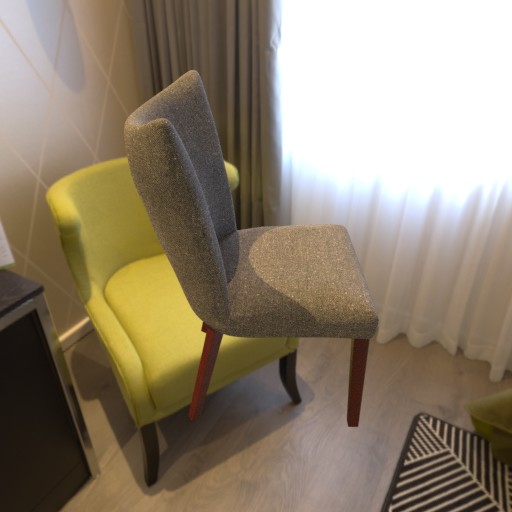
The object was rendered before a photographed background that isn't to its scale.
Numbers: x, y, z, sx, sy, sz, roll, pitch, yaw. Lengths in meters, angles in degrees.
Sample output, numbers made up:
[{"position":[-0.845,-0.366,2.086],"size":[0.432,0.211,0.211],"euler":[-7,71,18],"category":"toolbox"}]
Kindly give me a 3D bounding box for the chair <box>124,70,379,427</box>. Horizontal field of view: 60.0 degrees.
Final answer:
[{"position":[0.000,0.000,1.282],"size":[0.623,0.924,0.535],"euler":[0,32,0],"category":"chair"}]
